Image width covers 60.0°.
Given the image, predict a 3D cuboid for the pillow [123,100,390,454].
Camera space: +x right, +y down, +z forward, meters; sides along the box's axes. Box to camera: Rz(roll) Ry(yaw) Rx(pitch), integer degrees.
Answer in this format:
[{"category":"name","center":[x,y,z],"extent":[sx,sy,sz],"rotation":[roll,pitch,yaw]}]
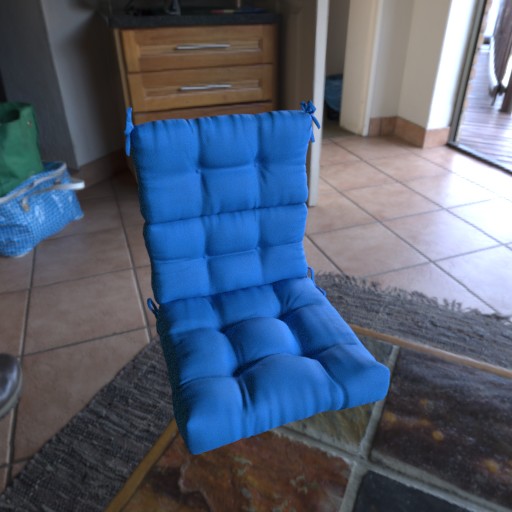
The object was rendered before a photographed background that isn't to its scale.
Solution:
[{"category":"pillow","center":[0.000,0.000,1.048],"extent":[0.519,0.605,0.571],"rotation":[-10,32,-16]}]
